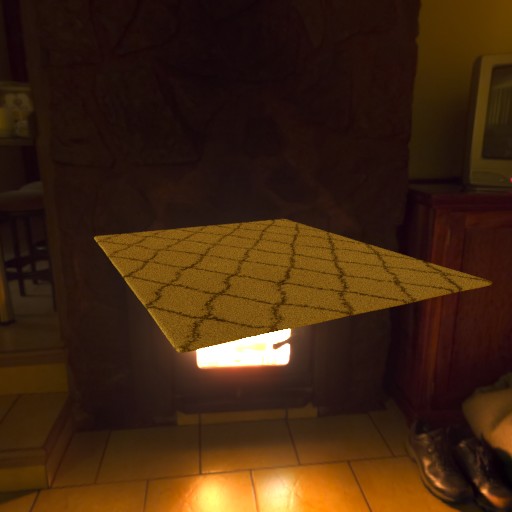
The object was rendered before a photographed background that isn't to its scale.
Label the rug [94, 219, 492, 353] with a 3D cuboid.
[{"bbox_3d":[0.000,0.000,4.084,2.438,0.029,3.047,-7,17,-26],"label":"rug"}]
